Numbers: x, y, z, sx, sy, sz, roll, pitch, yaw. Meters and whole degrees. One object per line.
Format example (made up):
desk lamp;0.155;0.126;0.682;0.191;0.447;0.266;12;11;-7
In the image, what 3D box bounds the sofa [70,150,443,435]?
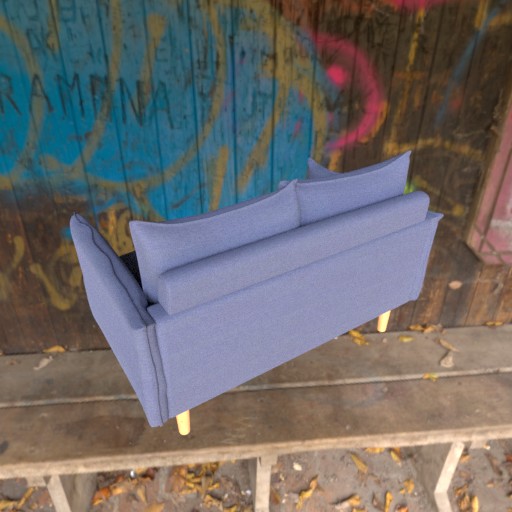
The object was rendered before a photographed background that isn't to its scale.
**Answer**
sofa;0.000;0.000;1.862;1.300;0.840;0.820;-19;36;-28
